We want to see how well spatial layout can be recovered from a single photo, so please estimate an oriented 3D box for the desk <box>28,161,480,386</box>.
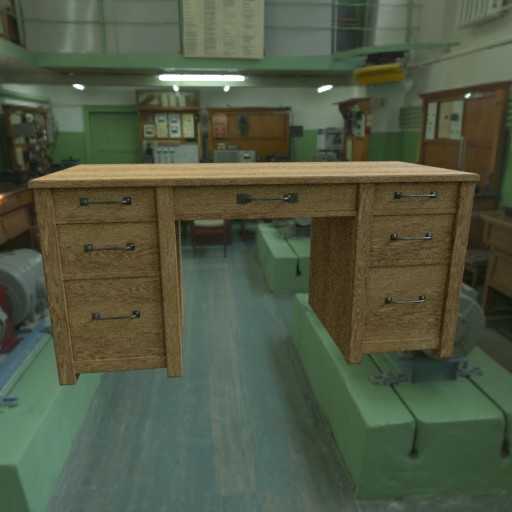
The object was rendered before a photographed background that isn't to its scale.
[{"bbox_3d":[0.000,0.000,1.938,1.567,0.751,0.685,-2,16,-8],"label":"desk"}]
